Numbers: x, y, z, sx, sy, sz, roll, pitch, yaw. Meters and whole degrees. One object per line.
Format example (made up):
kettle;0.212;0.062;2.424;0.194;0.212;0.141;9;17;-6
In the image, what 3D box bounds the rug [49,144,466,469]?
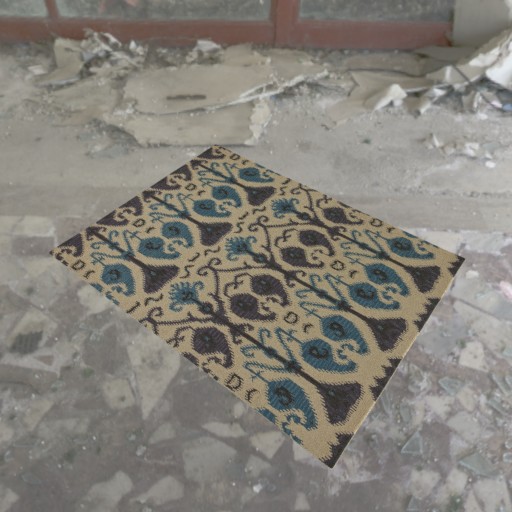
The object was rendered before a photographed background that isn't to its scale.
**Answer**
rug;0.000;0.000;4.284;3.228;0.024;2.443;30;53;25
